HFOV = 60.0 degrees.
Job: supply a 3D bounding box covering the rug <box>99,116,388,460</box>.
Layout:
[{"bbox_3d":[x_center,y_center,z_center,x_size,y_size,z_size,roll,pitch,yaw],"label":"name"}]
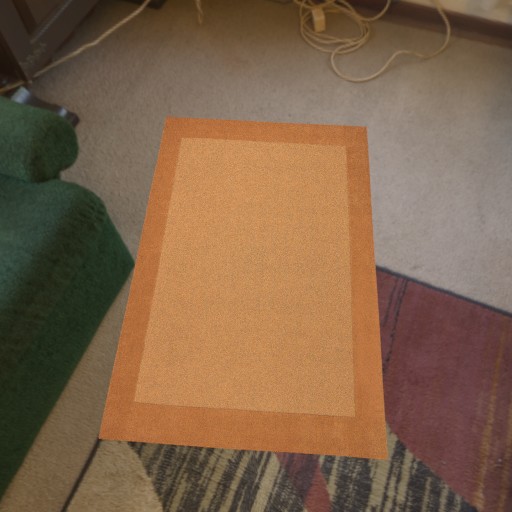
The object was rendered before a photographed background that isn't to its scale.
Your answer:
[{"bbox_3d":[0.000,0.000,2.276,1.219,0.014,1.829,3,63,2],"label":"rug"}]
